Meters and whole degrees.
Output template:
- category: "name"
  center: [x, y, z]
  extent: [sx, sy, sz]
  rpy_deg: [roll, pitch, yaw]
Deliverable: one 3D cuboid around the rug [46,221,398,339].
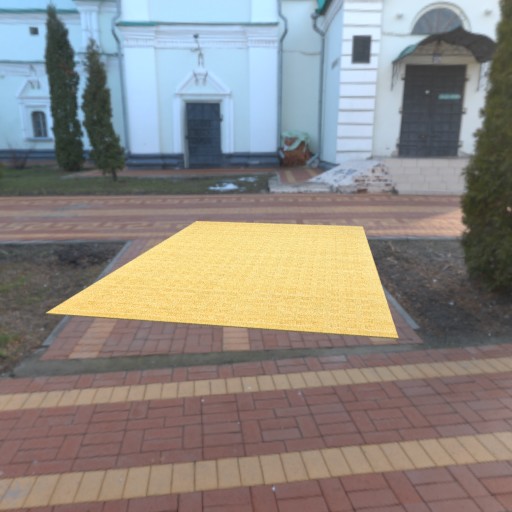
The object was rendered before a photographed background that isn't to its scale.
- category: "rug"
  center: [0.000, 0.000, 2.952]
  extent: [1.524, 0.006, 2.286]
  rpy_deg: [3, 15, 9]
